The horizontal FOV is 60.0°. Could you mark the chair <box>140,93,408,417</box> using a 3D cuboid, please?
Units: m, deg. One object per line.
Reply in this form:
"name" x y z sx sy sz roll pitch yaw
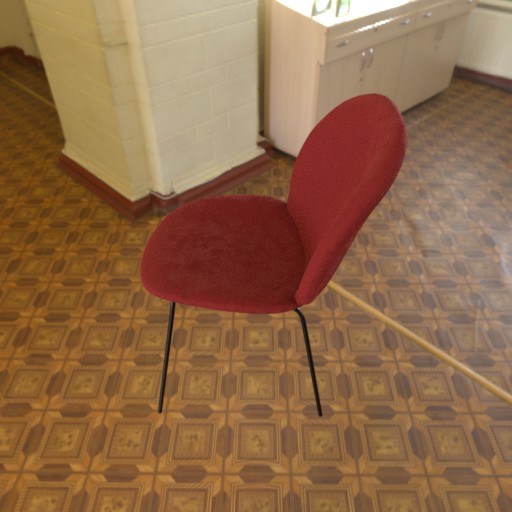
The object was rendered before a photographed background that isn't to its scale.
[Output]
"chair" 0.000 0.000 1.150 0.587 0.791 0.458 0 41 0
